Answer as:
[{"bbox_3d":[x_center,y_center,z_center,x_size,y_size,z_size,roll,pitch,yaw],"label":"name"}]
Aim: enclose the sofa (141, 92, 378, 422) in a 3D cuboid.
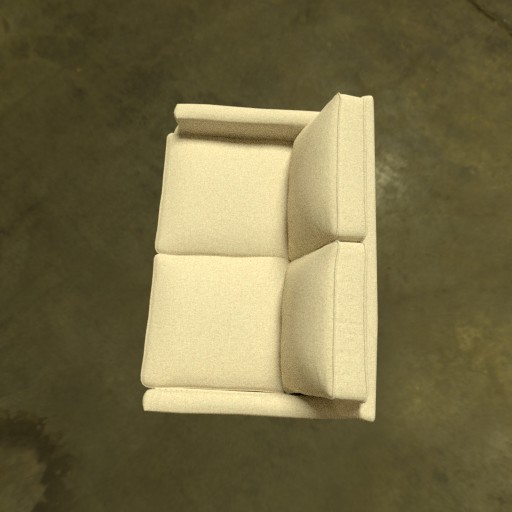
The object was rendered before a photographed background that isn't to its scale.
[{"bbox_3d":[0.000,0.000,2.328,1.084,1.003,1.597,3,77,1],"label":"sofa"}]
